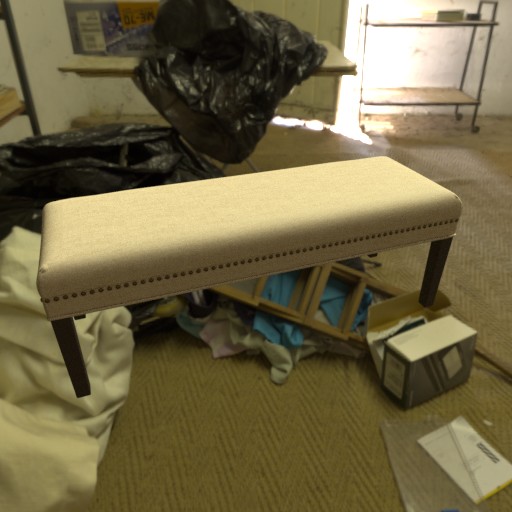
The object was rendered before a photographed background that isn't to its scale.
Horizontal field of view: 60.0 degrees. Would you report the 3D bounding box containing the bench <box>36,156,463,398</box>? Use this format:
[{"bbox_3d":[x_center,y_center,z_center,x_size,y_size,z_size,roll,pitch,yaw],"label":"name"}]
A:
[{"bbox_3d":[0.000,0.000,1.436,1.219,0.457,0.410,-11,34,-17],"label":"bench"}]
